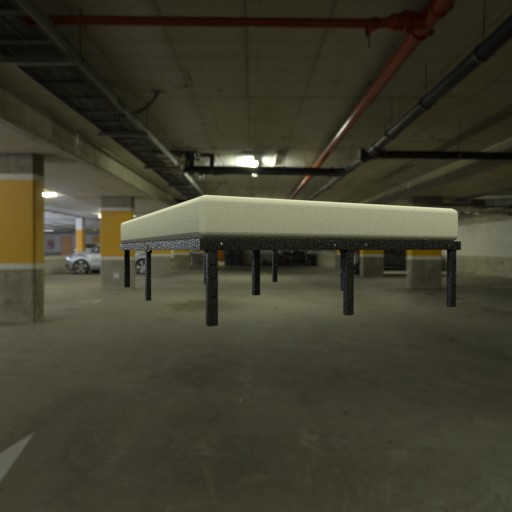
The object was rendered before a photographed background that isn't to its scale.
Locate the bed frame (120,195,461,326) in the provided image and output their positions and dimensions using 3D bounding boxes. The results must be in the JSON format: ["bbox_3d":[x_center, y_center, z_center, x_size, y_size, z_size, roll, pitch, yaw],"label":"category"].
[{"bbox_3d":[0.000,0.000,3.844,2.205,0.680,2.842,0,1,-18],"label":"bed frame"}]
